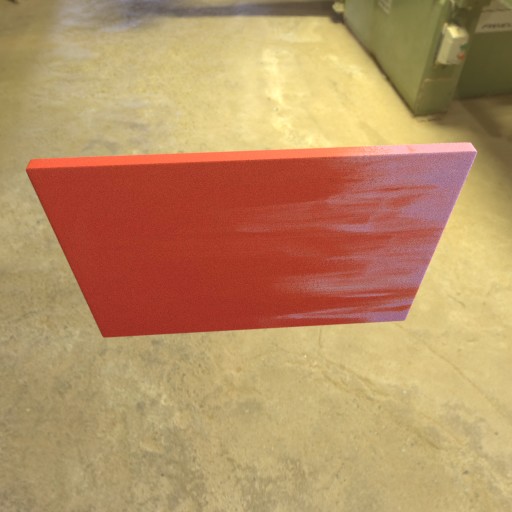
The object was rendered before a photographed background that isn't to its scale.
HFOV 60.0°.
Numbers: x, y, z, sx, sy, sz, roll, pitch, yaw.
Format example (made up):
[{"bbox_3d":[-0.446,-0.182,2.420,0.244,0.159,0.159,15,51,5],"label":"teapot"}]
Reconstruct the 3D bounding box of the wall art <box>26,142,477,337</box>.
[{"bbox_3d":[0.000,0.000,1.126,0.913,0.609,0.040,-3,47,-3],"label":"wall art"}]
